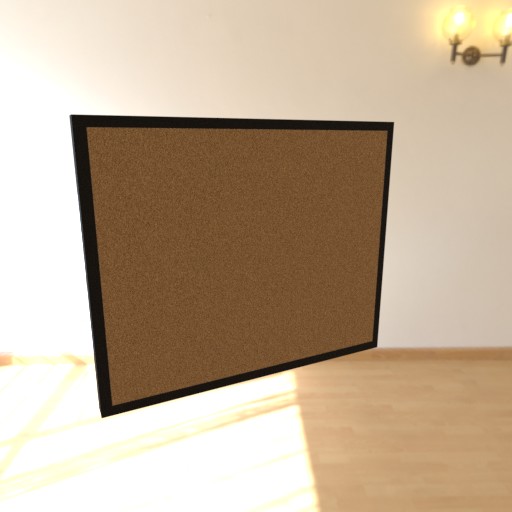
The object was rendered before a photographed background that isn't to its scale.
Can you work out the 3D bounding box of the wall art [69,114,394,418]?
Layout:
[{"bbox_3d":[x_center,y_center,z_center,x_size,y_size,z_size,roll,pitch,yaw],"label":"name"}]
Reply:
[{"bbox_3d":[0.000,0.000,0.769,0.554,0.454,0.030,-7,16,-26],"label":"wall art"}]
